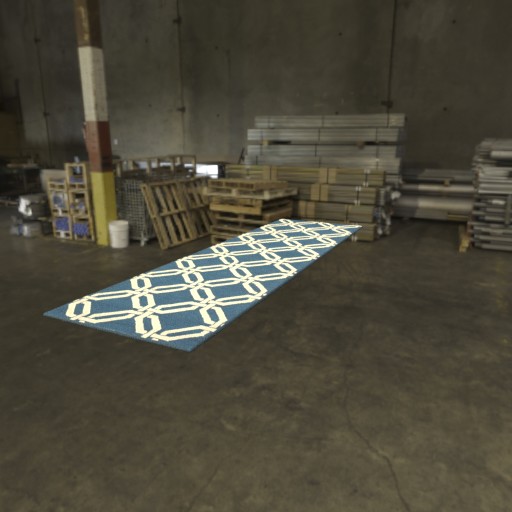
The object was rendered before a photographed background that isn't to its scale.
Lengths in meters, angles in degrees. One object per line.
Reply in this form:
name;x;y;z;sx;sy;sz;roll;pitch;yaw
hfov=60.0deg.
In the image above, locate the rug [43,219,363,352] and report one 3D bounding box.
rug;0.000;0.000;2.522;0.678;0.014;2.276;7;17;26
